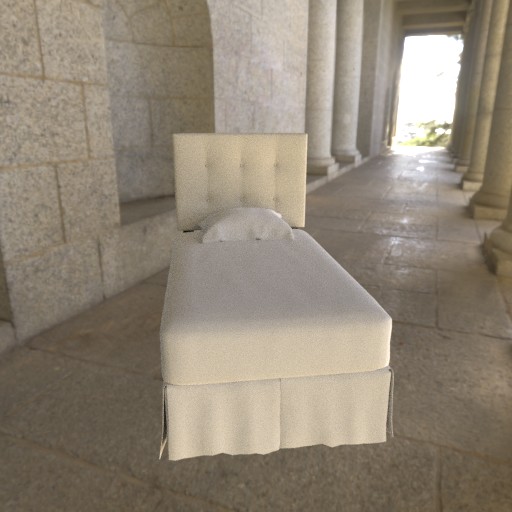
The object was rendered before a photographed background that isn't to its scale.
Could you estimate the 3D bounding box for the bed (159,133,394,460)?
[{"bbox_3d":[0.000,0.000,3.028,1.261,1.571,1.997,-2,17,-7],"label":"bed"}]
